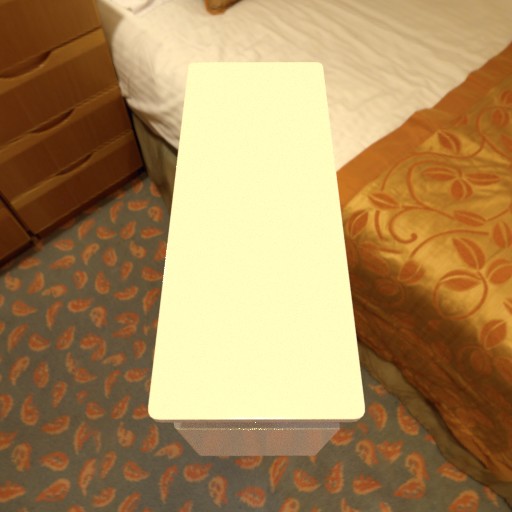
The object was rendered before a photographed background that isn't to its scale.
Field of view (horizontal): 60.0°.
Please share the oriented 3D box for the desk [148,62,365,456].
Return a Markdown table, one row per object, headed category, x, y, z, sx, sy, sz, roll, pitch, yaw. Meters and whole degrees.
| category | x | y | z | sx | sy | sz | roll | pitch | yaw |
| --- | --- | --- | --- | --- | --- | --- | --- | --- | --- |
| desk | 0.000 | 0.000 | 1.792 | 0.550 | 0.762 | 1.400 | 0 | 59 | 0 |
